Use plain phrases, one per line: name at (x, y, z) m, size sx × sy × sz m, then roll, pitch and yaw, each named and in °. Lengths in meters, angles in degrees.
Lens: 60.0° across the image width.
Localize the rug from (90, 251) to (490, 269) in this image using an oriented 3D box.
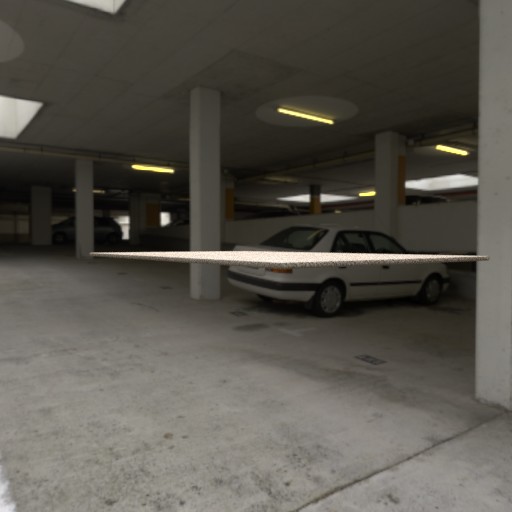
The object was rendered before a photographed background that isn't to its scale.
rug at (0.000, 0.000, 2.964) m, size 1.500 × 0.025 × 2.346 m, roll -1°, pitch 2°, yaw -36°
